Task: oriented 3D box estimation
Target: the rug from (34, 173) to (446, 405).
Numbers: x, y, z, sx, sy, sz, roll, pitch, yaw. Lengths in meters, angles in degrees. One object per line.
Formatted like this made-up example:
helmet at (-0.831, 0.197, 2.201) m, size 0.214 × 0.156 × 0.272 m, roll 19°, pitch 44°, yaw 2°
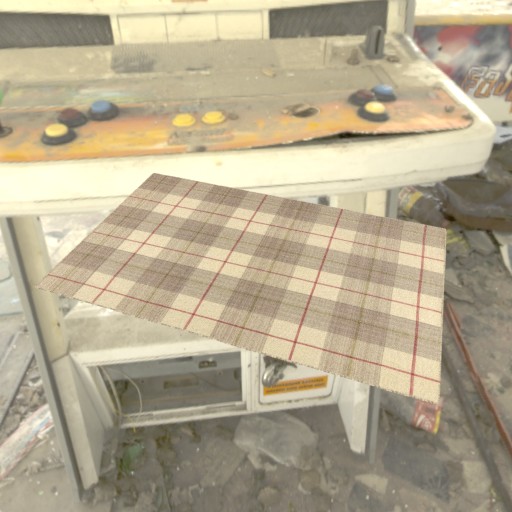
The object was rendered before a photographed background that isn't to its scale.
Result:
rug at (0.000, 0.000, 3.051) m, size 2.464 × 0.010 × 1.549 m, roll 13°, pitch 42°, yaw 15°
